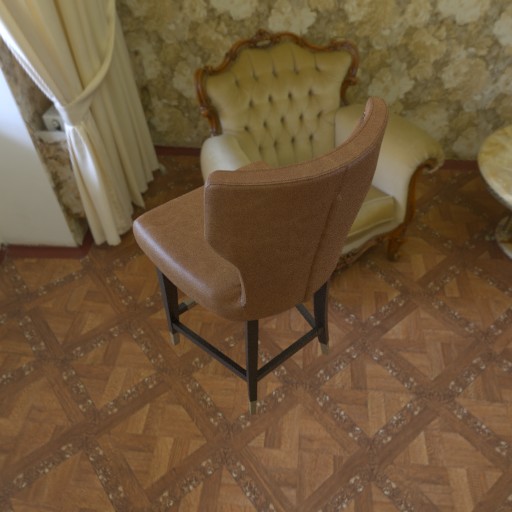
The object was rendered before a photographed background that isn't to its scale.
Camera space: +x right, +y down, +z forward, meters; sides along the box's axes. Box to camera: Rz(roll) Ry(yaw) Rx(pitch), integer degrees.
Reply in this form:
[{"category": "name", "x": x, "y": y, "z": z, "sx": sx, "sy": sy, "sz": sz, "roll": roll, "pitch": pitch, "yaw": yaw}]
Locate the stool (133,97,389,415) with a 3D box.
[{"category": "stool", "x": 0.000, "y": 0.000, "z": 1.350, "sx": 0.526, "sy": 0.982, "sz": 0.563, "roll": -31, "pitch": 53, "yaw": -27}]
